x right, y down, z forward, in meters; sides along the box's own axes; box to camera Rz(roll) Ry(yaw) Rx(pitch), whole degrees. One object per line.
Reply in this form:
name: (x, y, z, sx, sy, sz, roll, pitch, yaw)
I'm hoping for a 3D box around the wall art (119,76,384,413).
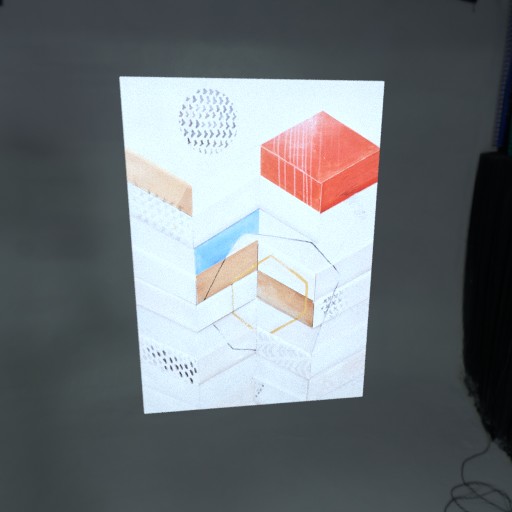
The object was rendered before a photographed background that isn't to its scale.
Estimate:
wall art: (0.000, 0.000, 1.139, 0.613, 0.848, 0.036, -2, 15, -7)
